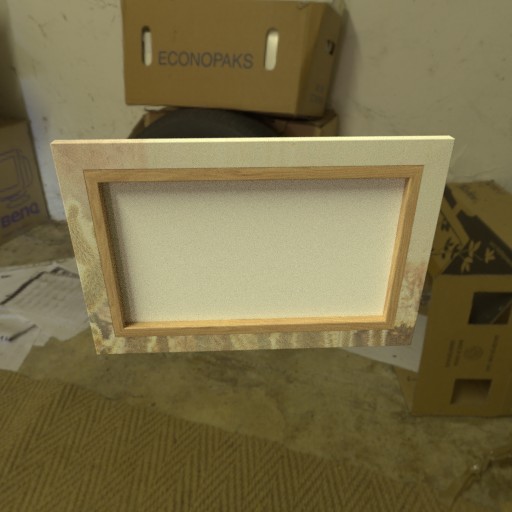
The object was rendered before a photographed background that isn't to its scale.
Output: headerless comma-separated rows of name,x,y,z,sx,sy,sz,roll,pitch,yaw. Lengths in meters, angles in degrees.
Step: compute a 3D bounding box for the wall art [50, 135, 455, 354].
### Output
wall art,0.000,0.000,1.446,1.142,0.758,0.041,-1,29,-2
